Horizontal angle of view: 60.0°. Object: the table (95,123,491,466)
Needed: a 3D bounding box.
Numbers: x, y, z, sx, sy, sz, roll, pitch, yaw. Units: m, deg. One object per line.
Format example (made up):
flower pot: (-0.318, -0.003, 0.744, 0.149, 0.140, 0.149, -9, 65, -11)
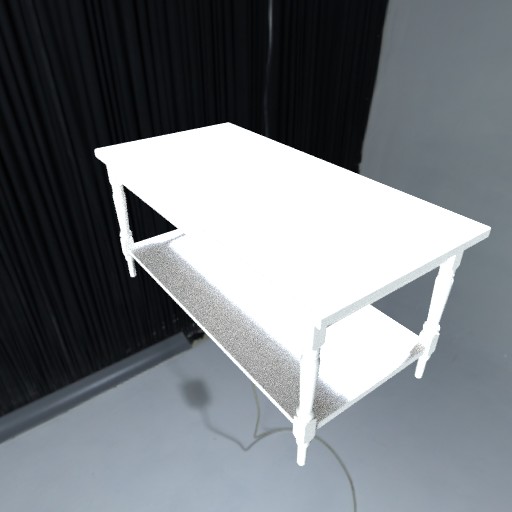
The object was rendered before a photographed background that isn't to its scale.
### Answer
table: (0.000, 0.000, 1.408, 0.550, 0.510, 1.107, -22, 38, -30)
